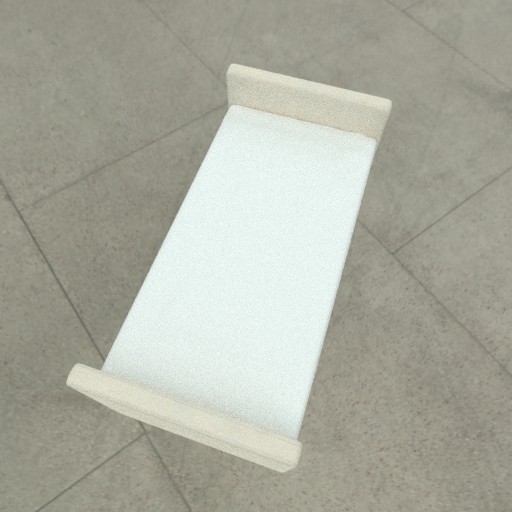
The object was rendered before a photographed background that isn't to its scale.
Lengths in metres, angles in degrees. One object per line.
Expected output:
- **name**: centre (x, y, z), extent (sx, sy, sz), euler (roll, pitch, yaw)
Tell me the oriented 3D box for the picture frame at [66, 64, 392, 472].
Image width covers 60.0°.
- **picture frame**: centre (0.000, 0.000, 2.724), extent (1.069, 0.891, 2.161), euler (16, 64, 8)
